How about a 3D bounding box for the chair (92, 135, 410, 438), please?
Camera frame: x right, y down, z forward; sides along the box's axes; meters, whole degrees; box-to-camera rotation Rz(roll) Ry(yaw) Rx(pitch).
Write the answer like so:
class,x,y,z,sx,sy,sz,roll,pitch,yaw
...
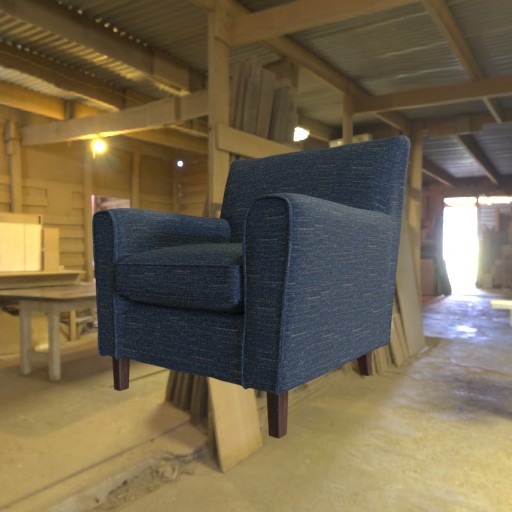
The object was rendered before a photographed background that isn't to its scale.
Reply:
class,x,y,z,sx,sy,sz,roll,pitch,yaw
chair,0.000,0.000,1.630,0.864,0.928,0.873,1,1,36
